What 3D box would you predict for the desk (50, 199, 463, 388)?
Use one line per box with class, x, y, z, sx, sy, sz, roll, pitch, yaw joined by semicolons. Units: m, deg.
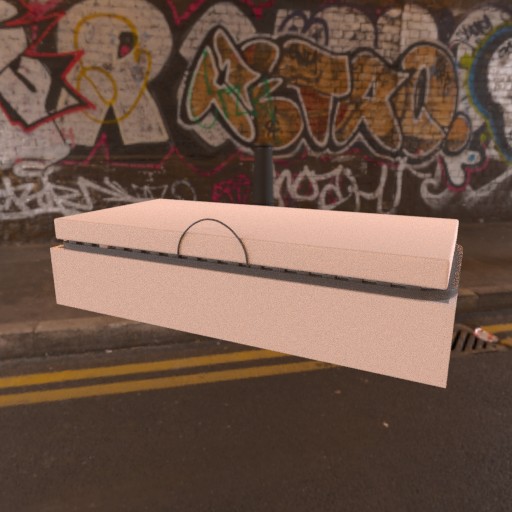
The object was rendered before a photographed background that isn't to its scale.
desk;0.000;0.000;2.266;1.900;0.526;0.900;7;16;25
